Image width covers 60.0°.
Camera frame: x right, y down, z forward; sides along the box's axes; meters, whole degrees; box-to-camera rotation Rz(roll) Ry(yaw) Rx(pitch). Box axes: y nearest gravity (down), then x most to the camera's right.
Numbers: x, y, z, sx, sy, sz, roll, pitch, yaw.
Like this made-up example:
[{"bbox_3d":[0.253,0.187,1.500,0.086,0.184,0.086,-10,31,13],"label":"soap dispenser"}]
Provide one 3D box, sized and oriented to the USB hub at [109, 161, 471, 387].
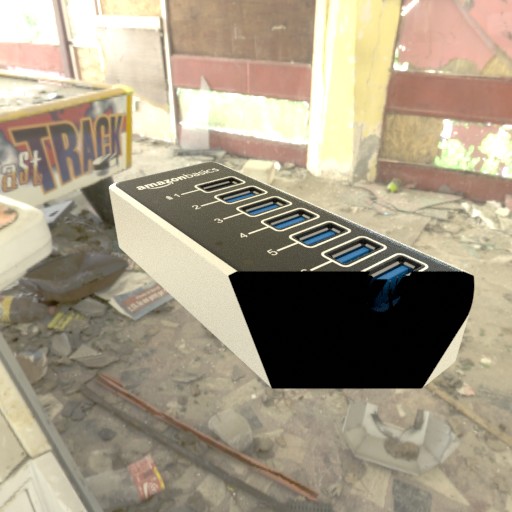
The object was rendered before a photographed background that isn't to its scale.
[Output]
[{"bbox_3d":[0.000,0.000,0.129,0.044,0.023,0.110,-21,36,-32],"label":"USB hub"}]
